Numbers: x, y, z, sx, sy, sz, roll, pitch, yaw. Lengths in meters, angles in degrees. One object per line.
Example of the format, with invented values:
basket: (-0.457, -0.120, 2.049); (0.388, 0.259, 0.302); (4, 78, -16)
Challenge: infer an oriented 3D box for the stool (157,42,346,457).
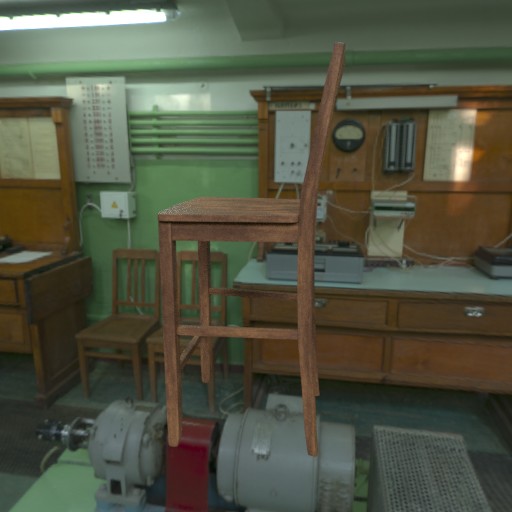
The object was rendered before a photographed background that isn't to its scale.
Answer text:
stool: (0.000, 0.000, 1.358); (0.487, 1.105, 0.433); (2, 14, 8)
